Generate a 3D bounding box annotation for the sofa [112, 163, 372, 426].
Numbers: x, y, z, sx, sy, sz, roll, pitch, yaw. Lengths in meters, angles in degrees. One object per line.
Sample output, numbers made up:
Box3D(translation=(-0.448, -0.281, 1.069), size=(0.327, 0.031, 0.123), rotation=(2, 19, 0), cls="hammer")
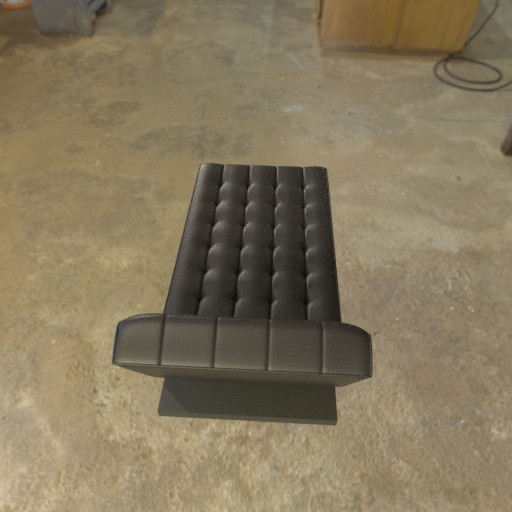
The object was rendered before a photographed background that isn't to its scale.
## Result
Box3D(translation=(0.000, 0.000, 2.030), size=(0.760, 0.820, 1.560), rotation=(2, 46, 2), cls="sofa")
